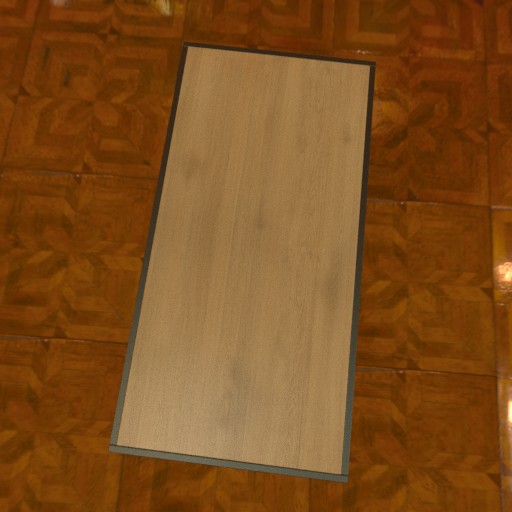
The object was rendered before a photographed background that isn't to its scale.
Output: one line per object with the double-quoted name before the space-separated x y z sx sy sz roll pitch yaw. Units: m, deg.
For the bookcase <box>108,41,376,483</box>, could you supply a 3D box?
"bookcase" 0.000 0.000 1.222 0.500 0.400 1.000 7 77 2
